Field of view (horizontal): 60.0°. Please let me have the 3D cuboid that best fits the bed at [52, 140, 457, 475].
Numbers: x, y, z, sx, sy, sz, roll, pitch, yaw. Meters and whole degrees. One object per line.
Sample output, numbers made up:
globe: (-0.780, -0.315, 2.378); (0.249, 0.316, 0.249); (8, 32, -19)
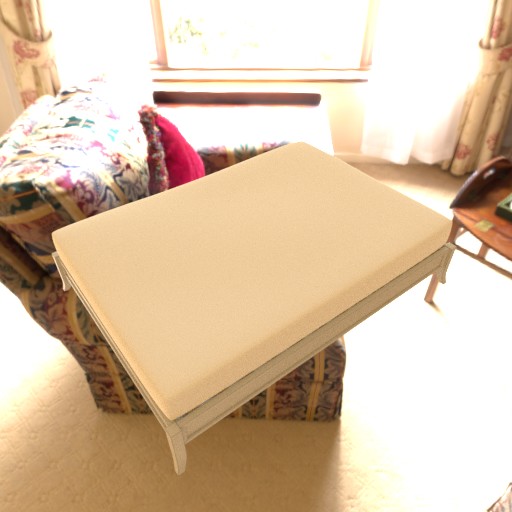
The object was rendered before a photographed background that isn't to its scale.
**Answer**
bed: (0.000, 0.000, 2.679); (1.985, 0.510, 1.460); (-27, 48, -27)
